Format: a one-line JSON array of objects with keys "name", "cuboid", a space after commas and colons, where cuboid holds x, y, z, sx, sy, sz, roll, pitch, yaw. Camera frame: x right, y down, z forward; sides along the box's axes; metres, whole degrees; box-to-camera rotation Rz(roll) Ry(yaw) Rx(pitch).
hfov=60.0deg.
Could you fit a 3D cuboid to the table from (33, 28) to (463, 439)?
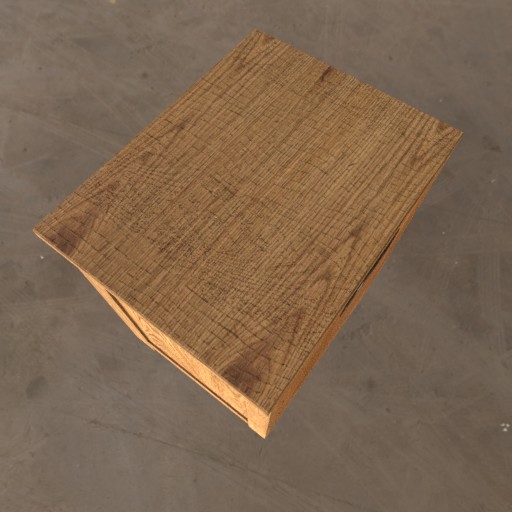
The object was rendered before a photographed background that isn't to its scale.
[{"name": "table", "cuboid": [0.000, 0.000, 1.036, 0.494, 0.625, 0.601, 34, 68, 15]}]
